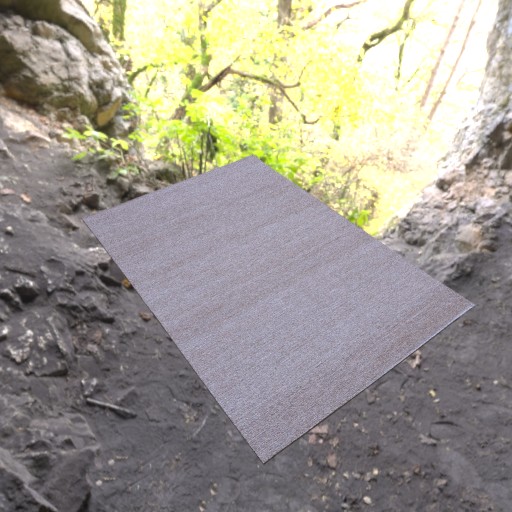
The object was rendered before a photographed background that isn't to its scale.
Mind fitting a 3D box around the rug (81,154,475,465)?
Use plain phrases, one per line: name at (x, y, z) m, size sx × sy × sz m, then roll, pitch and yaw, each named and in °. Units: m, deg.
rug at (0.000, 0.000, 2.987) m, size 1.596 × 0.030 × 2.283 m, roll -26°, pitch 48°, yaw -26°
